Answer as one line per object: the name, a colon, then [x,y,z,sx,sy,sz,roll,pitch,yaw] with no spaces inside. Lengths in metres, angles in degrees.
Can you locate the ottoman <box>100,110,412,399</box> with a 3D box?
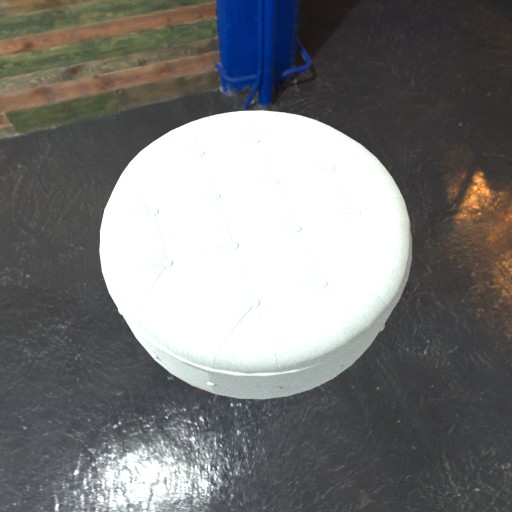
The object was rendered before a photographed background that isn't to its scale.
ottoman: [0.000,0.000,1.364,0.850,0.483,0.850,0,58,0]
